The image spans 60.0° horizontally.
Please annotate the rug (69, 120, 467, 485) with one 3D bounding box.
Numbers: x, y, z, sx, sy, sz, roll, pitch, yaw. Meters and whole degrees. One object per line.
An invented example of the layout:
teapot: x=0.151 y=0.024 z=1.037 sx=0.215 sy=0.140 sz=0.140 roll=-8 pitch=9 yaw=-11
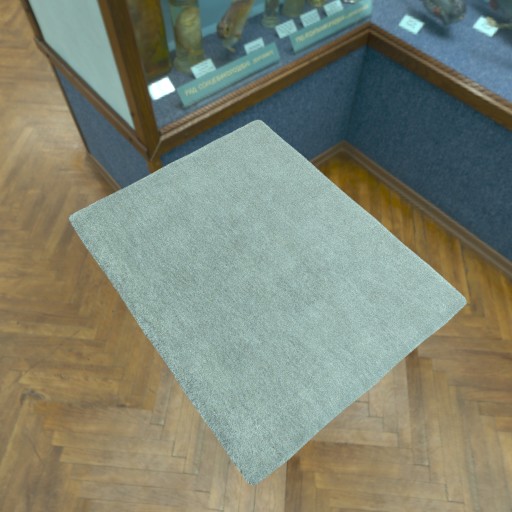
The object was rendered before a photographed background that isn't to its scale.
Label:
rug: x=0.000 y=0.000 z=3.980 sx=2.332 sy=0.027 sz=2.933 roll=-33 pitch=63 yaw=-19
